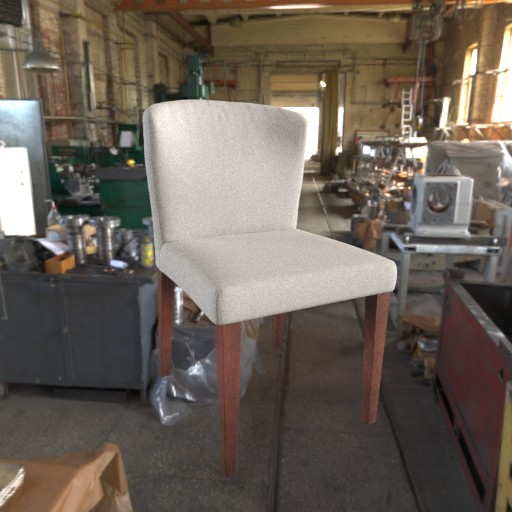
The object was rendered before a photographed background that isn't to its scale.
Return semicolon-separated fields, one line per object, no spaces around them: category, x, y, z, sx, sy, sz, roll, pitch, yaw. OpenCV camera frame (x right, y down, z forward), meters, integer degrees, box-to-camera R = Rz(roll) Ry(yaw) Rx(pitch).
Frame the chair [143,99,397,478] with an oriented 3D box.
chair;0.000;0.000;1.202;0.491;0.839;0.592;-8;16;-27
